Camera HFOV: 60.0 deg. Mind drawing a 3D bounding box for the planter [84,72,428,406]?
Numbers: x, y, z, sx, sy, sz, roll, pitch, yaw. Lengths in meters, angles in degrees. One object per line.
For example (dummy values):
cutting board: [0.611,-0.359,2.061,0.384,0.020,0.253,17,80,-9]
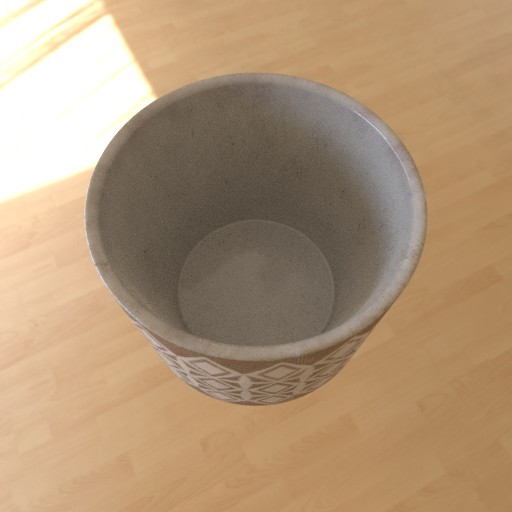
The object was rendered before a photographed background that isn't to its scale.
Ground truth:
planter: [0.000,0.000,0.326,0.193,0.165,0.193,0,63,0]
